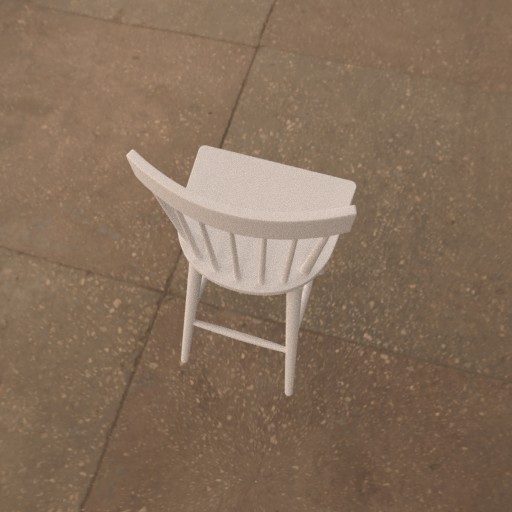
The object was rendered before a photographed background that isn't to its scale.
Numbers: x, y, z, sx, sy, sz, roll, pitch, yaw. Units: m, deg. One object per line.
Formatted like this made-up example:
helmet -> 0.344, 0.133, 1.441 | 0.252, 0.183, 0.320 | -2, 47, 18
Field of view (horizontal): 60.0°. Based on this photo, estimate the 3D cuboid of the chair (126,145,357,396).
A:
chair -> 0.000, 0.000, 1.401 | 0.483, 1.092, 0.572 | 15, 64, 8
